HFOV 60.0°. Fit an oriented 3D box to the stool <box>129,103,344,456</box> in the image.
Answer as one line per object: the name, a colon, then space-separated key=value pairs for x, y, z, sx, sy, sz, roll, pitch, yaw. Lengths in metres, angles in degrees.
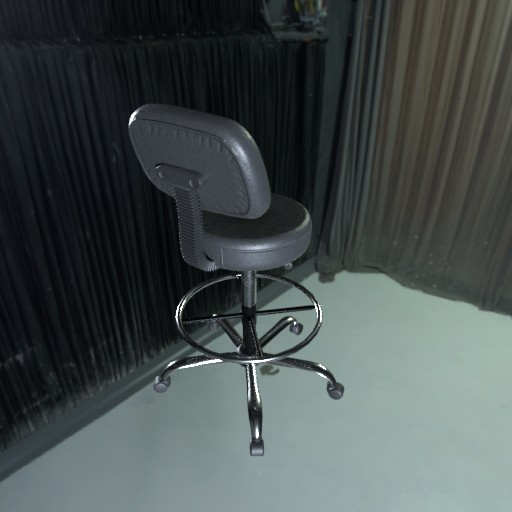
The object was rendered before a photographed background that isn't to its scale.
stool: x=0.000 y=0.000 z=1.514 sx=0.694 sy=1.069 sz=0.658 roll=21 pitch=36 yaw=32
